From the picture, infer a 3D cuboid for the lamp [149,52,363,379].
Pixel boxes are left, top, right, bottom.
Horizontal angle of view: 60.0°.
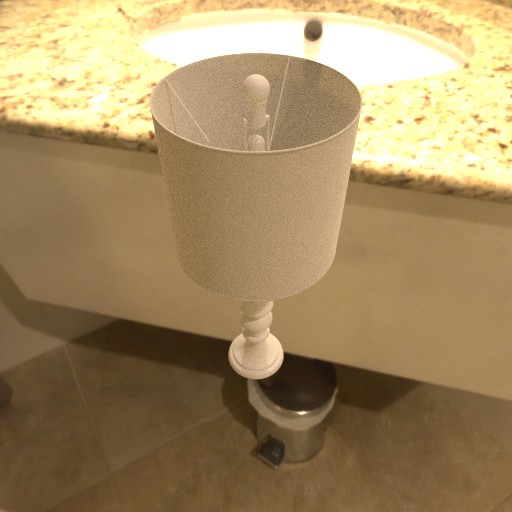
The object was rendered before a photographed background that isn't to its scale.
[{"bbox_3d":[0.000,0.000,0.725,0.250,0.597,0.250,16,48,15],"label":"lamp"}]
